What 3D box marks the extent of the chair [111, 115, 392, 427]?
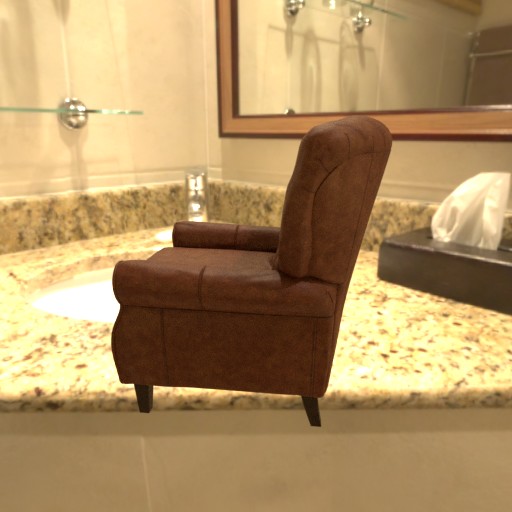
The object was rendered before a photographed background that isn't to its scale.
[{"bbox_3d":[0.000,0.000,1.929,1.059,1.164,0.951,2,16,7],"label":"chair"}]
